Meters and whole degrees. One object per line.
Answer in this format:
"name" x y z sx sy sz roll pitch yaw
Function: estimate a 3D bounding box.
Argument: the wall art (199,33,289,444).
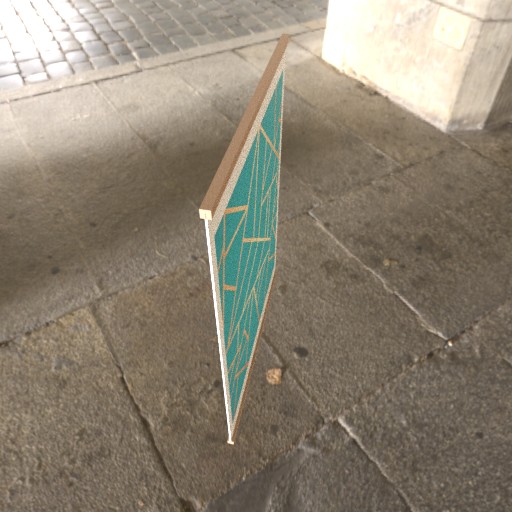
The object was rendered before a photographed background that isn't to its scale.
"wall art" 0.000 0.000 0.809 0.012 0.608 0.459 9 47 9
